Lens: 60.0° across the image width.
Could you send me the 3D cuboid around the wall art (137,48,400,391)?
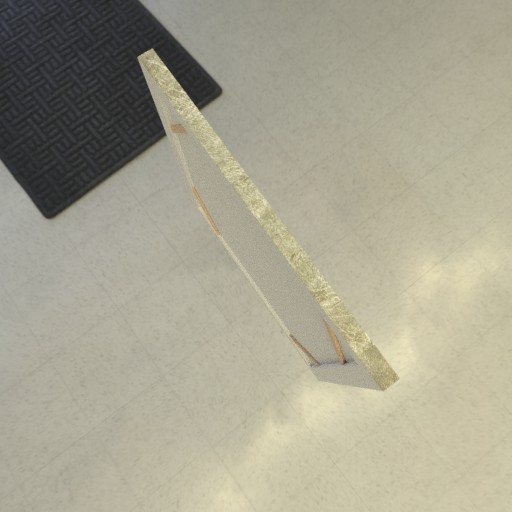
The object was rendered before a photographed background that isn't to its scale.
[{"bbox_3d":[0.000,0.000,1.660,0.051,1.091,1.092,-34,78,-8],"label":"wall art"}]
